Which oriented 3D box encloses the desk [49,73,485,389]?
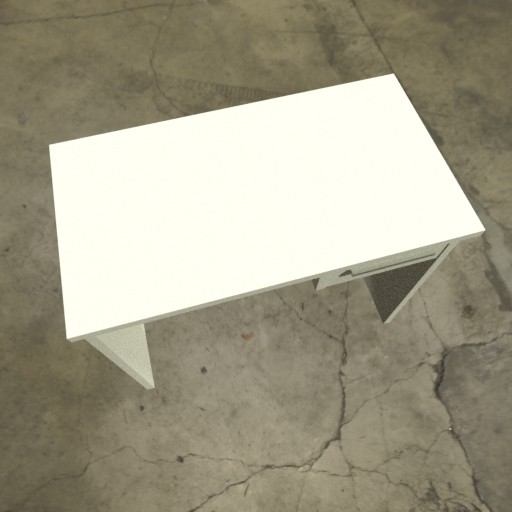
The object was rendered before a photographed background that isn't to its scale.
[{"bbox_3d":[0.000,0.000,1.344,0.900,0.729,0.498,-14,64,-7],"label":"desk"}]
